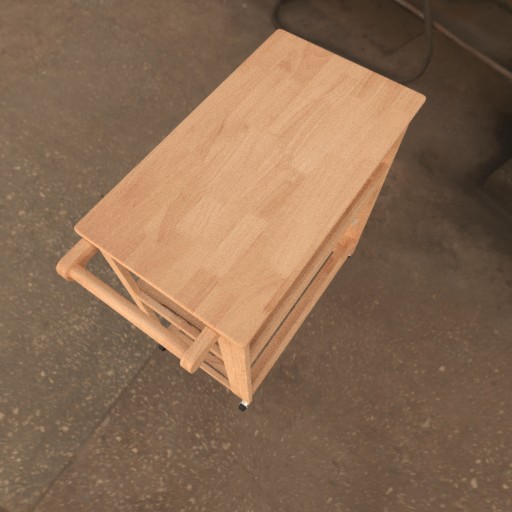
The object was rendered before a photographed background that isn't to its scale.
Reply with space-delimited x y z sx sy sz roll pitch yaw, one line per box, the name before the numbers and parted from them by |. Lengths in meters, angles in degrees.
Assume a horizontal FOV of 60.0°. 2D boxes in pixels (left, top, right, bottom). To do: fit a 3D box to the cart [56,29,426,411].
cart | 0.000 0.000 1.362 0.432 0.879 0.853 32 68 15
